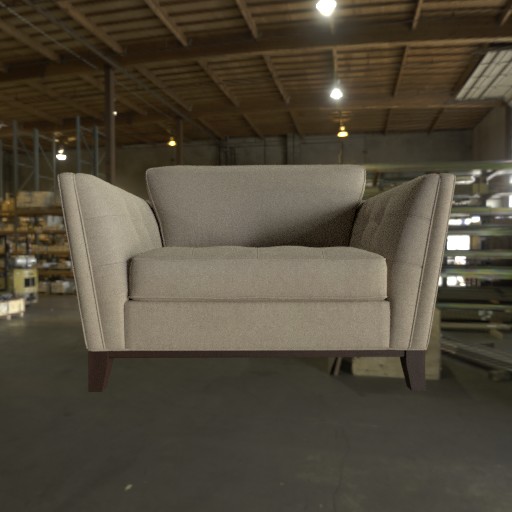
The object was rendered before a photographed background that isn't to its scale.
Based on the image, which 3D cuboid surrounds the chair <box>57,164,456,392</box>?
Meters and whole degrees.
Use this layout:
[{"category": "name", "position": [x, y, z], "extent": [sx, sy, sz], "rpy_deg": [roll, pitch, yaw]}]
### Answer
[{"category": "chair", "position": [0.000, 0.000, 2.022], "extent": [1.397, 0.940, 0.965], "rpy_deg": [0, 1, -1]}]
